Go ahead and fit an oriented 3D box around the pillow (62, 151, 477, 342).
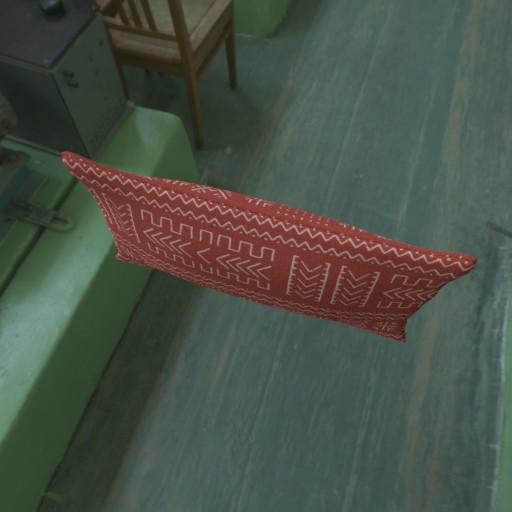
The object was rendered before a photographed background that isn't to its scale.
[{"bbox_3d":[0.000,0.000,0.796,0.640,0.352,0.130,15,64,8],"label":"pillow"}]
